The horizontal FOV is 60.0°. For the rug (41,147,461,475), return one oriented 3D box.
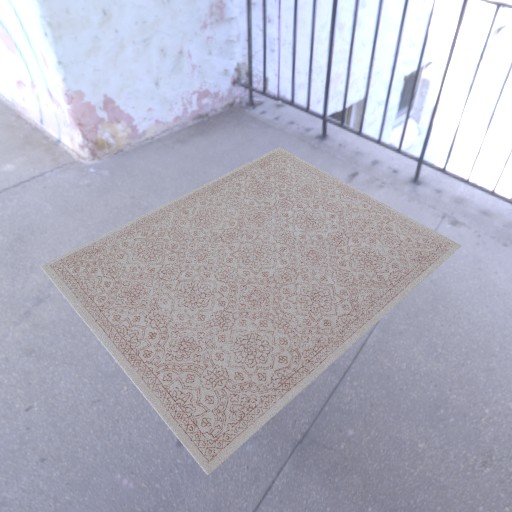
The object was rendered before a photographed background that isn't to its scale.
[{"bbox_3d":[0.000,0.000,4.098,3.050,0.015,2.441,-33,53,-29],"label":"rug"}]
